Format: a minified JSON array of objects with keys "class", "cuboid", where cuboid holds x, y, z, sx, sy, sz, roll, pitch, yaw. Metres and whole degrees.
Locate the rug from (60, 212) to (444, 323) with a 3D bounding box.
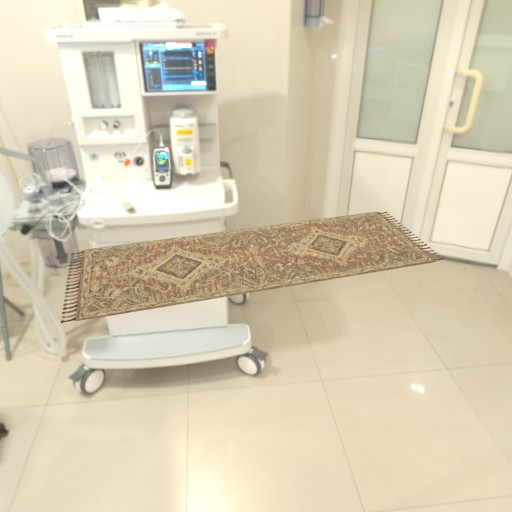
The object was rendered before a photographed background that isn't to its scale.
[{"class":"rug","cuboid":[0.000,0.000,2.821,2.378,0.018,1.324,0,31,0]}]
